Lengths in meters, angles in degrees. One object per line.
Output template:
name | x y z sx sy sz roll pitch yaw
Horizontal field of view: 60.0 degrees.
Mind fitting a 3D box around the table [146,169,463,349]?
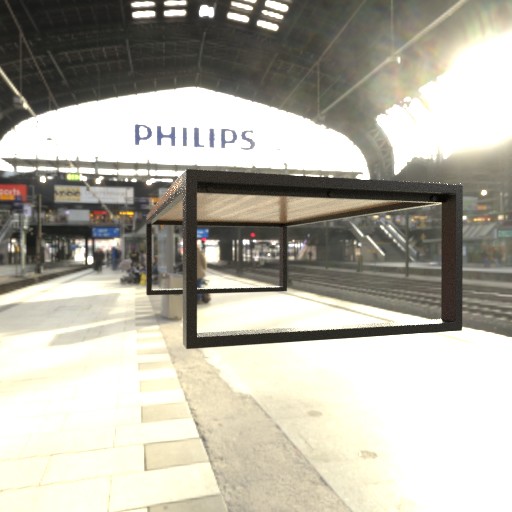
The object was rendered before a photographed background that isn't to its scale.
table | 0.000 0.000 1.734 0.750 0.400 1.350 0 0 -18
